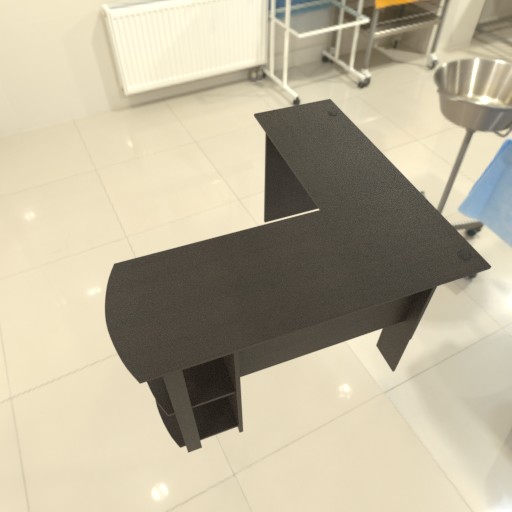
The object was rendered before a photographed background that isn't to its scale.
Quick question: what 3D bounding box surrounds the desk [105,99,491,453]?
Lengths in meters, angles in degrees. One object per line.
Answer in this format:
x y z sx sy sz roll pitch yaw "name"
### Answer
0.000 0.000 2.142 1.361 0.716 1.303 -16 50 -14 "desk"
